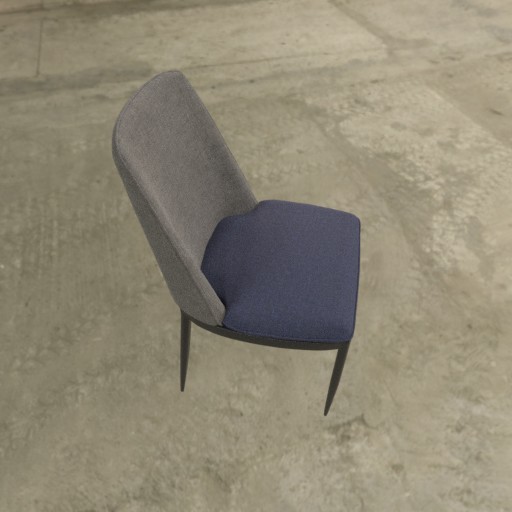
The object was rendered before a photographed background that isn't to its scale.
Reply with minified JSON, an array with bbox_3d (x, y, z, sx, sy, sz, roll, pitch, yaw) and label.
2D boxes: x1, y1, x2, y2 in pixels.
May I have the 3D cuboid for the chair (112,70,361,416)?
[{"bbox_3d":[0.000,0.000,1.189,0.550,0.855,0.488,8,47,8],"label":"chair"}]
